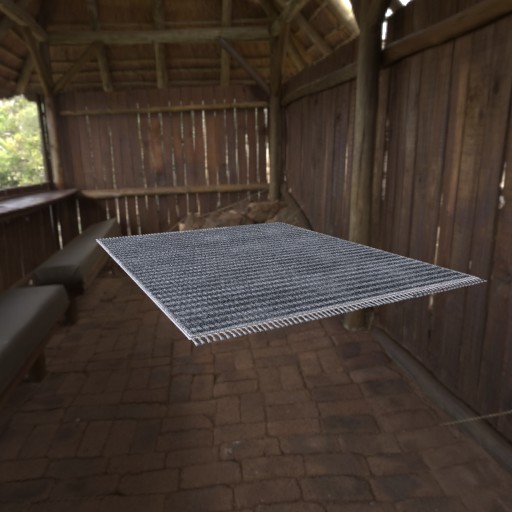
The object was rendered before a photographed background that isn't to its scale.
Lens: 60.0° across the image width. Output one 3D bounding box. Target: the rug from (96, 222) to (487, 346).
[{"bbox_3d":[0.000,0.000,3.927,2.256,0.013,2.910,-7,16,-28],"label":"rug"}]
